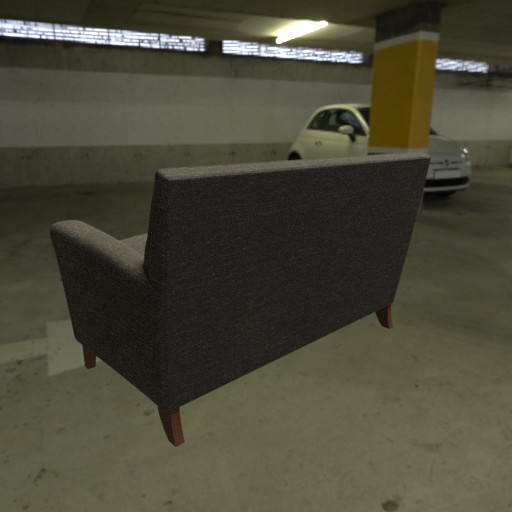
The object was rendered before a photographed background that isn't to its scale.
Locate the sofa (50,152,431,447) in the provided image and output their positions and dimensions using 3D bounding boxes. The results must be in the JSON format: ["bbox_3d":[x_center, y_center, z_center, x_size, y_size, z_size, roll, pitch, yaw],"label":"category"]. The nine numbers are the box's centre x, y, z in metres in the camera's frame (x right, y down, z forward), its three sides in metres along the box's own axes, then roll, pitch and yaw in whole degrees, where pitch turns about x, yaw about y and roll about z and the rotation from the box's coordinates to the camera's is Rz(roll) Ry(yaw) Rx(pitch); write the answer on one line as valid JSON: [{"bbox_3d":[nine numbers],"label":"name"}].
[{"bbox_3d":[0.000,0.000,2.016,1.509,0.905,0.867,-14,21,-41],"label":"sofa"}]
